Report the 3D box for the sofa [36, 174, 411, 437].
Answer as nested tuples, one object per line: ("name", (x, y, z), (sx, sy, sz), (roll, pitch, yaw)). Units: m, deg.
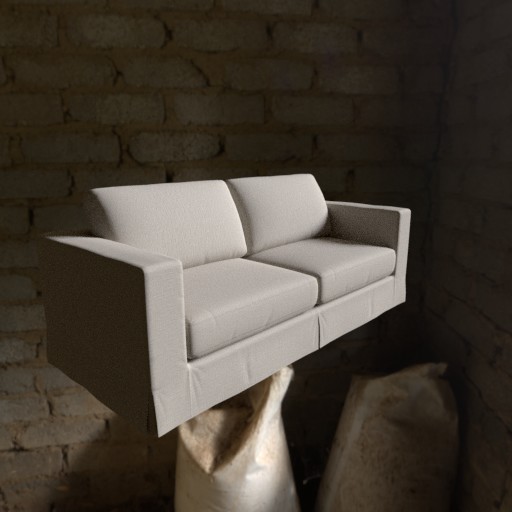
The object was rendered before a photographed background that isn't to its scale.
("sofa", (0.000, 0.000, 2.632), (0.954, 0.881, 2.163), (12, 18, 42))
